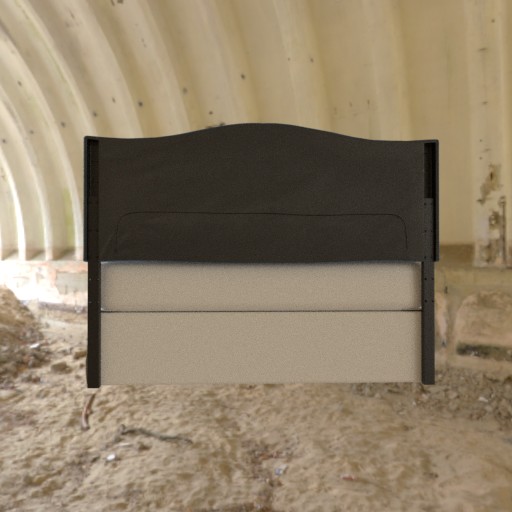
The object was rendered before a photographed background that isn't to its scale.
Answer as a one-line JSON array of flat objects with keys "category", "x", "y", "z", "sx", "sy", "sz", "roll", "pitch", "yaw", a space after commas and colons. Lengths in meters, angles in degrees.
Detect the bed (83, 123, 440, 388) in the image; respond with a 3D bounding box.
[{"category": "bed", "x": 0.000, "y": 0.000, "z": 2.880, "sx": 1.610, "sy": 1.169, "sz": 1.872, "roll": 0, "pitch": 0, "yaw": -2}]
